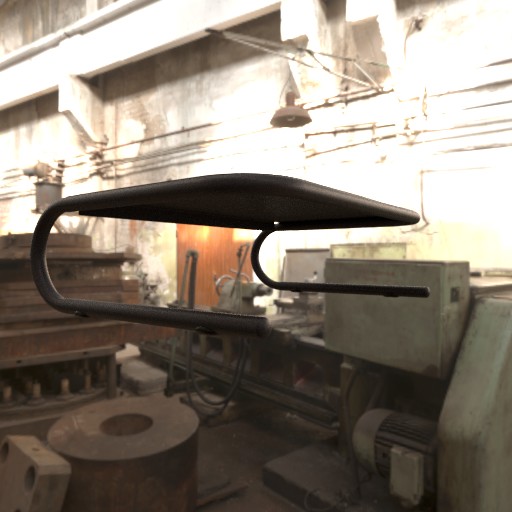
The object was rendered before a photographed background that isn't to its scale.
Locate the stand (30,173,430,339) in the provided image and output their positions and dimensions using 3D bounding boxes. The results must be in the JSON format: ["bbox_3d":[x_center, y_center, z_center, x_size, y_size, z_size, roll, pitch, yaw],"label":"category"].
[{"bbox_3d":[0.000,0.000,0.496,0.280,0.108,0.370,0,0,36],"label":"stand"}]
